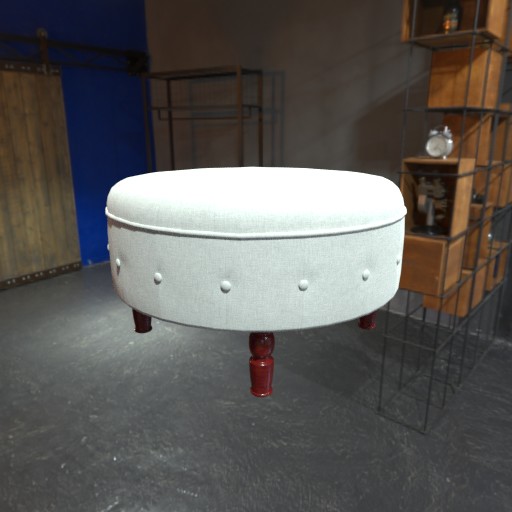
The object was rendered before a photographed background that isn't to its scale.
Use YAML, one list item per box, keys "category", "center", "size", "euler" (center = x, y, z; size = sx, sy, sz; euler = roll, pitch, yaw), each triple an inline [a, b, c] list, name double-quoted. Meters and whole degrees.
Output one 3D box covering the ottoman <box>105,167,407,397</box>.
- category: "ottoman"
  center: [0.000, 0.000, 1.358]
  size: [0.850, 0.483, 0.850]
  euler: [0, 16, 0]
